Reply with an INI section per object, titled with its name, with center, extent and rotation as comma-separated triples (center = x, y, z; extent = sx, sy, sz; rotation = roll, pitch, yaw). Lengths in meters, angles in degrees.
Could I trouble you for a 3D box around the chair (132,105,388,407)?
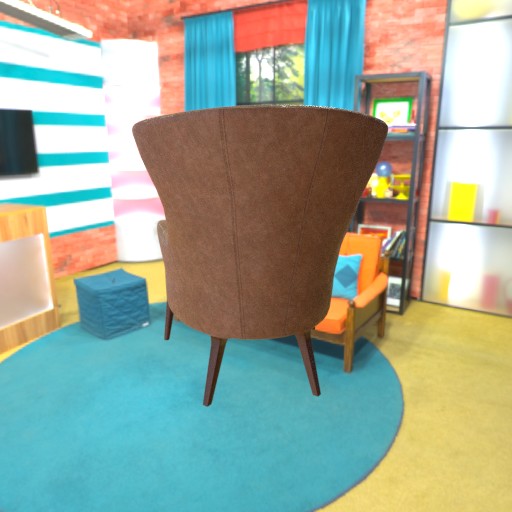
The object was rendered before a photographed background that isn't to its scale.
[chair]
center = 0.000, 0.000, 1.750
extent = 0.846, 1.067, 0.955
rotation = -2, 15, -9
